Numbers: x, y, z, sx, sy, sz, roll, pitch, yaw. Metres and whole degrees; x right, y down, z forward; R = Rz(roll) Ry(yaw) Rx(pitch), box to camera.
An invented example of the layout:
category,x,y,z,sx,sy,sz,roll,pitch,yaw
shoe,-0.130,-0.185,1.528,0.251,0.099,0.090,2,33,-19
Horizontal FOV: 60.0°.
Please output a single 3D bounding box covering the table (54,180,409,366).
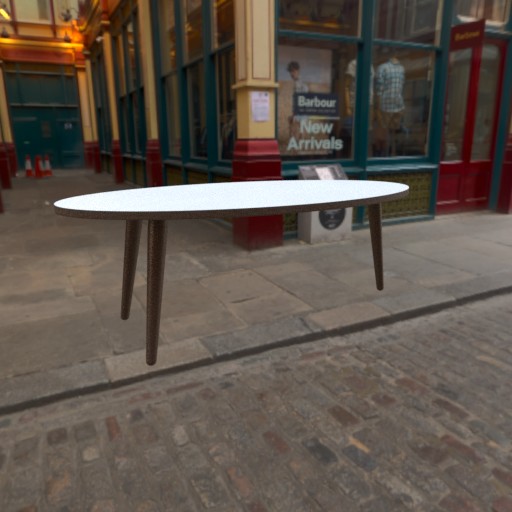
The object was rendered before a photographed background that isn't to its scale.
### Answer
category,x,y,z,sx,sy,sz,roll,pitch,yaw
table,0.000,0.000,1.346,1.083,0.390,0.542,-8,17,-26
